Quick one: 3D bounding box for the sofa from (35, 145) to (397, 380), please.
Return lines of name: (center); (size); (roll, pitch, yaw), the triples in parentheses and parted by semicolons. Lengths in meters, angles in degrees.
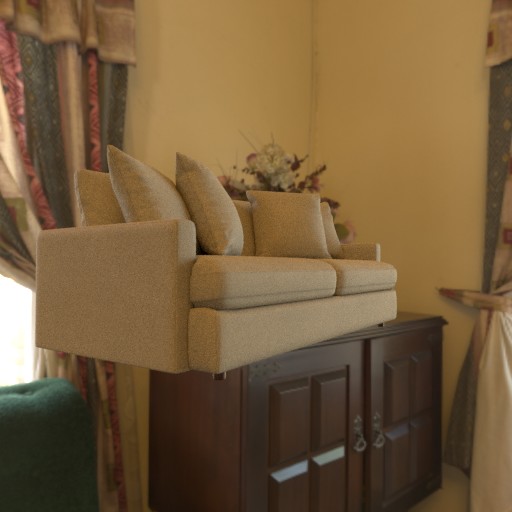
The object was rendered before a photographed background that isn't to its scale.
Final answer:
sofa: (0.000, 0.000, 2.966); (1.228, 1.084, 2.380); (-1, -2, 35)
